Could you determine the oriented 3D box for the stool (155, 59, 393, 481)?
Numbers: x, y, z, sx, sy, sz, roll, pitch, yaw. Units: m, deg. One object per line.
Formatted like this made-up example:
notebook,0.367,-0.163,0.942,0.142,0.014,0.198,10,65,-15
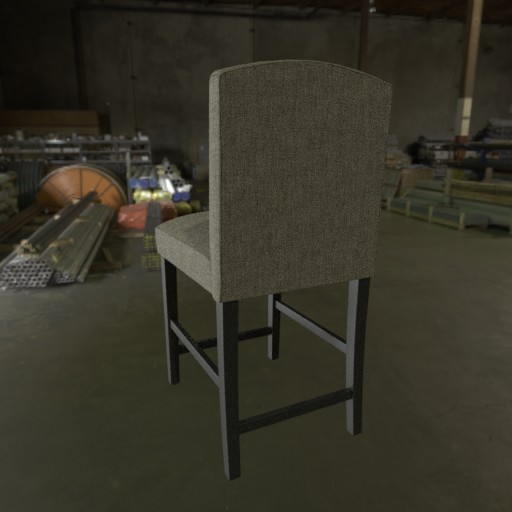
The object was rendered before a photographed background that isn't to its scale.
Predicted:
stool,0.000,0.000,1.271,0.451,0.966,0.552,-7,16,-26
